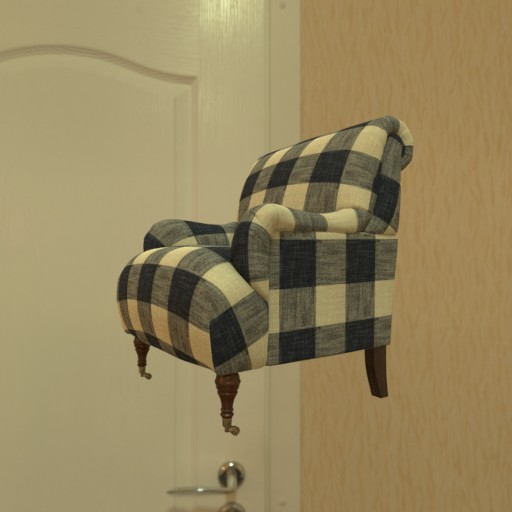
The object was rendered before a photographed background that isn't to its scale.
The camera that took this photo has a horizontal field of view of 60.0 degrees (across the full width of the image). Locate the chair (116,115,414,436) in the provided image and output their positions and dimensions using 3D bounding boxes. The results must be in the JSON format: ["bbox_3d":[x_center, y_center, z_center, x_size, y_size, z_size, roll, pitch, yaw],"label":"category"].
[{"bbox_3d":[0.000,0.000,1.607,0.848,0.953,0.781,0,0,-34],"label":"chair"}]
